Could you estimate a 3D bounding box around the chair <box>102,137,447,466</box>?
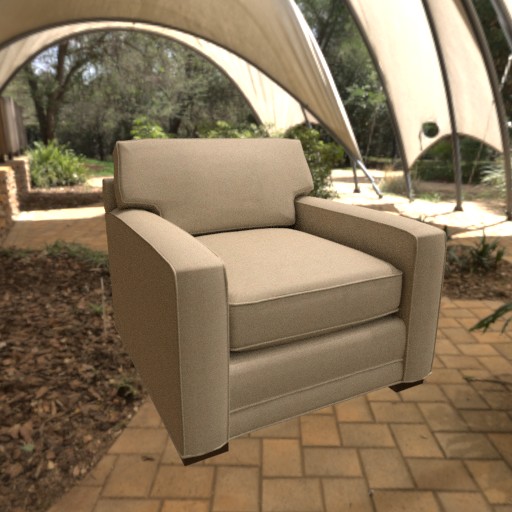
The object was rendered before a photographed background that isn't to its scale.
[{"bbox_3d":[0.000,0.000,1.790,0.998,0.913,1.043,-8,17,-26],"label":"chair"}]
